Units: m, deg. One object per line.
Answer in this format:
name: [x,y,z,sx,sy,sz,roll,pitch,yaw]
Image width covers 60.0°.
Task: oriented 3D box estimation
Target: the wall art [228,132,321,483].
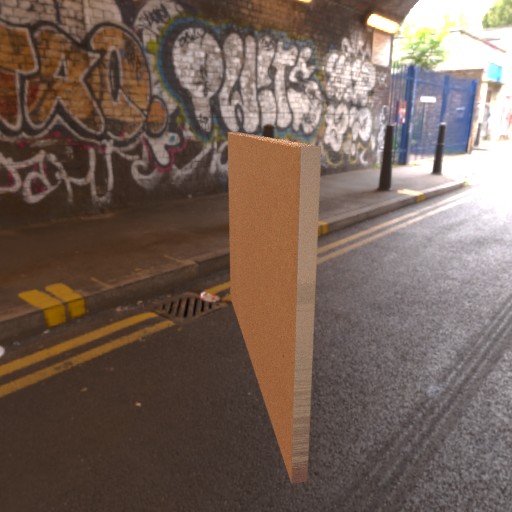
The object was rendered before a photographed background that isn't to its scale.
wall art: [0.000,0.000,0.784,0.021,0.410,0.615,-3,17,-10]
